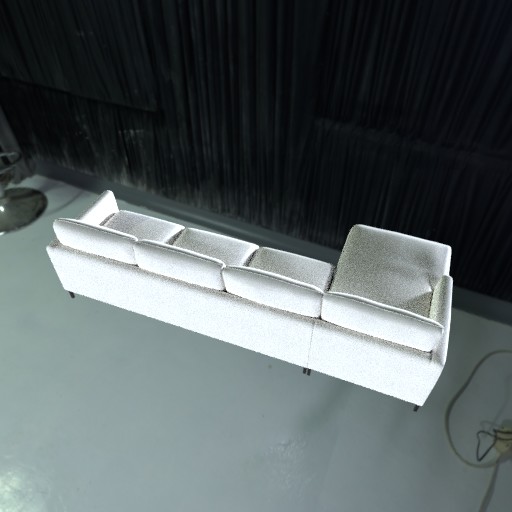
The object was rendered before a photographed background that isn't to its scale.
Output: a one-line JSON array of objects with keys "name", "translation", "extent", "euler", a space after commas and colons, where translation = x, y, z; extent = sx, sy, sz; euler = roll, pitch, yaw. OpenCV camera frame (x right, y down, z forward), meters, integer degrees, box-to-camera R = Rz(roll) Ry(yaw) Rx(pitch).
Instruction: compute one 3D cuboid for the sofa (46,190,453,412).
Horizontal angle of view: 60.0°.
[{"name": "sofa", "translation": [0.000, 0.000, 3.843], "extent": [3.186, 0.875, 1.467], "euler": [15, 47, 15]}]
